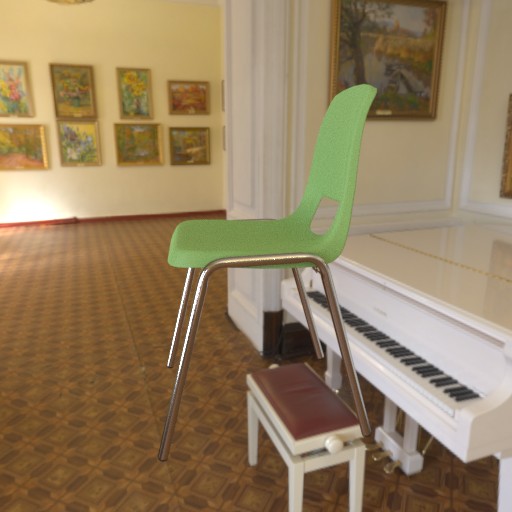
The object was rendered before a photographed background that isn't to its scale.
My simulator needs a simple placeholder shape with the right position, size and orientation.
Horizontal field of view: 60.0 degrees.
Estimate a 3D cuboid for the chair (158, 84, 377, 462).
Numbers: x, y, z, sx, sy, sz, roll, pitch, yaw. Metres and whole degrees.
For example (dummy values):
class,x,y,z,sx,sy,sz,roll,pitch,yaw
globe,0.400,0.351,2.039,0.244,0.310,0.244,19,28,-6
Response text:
class,x,y,z,sx,sy,sz,roll,pitch,yaw
chair,0.000,0.000,0.968,0.436,0.704,0.381,-2,15,-8
